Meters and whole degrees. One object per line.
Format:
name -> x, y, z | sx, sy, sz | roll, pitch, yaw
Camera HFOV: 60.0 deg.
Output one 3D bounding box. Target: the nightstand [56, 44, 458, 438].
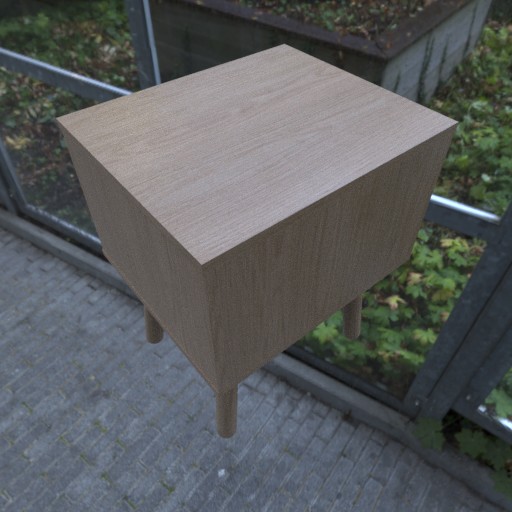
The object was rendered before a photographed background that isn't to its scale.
nightstand -> 0.000, 0.000, 0.853 | 0.450, 0.571, 0.380 | -30, 53, -26
